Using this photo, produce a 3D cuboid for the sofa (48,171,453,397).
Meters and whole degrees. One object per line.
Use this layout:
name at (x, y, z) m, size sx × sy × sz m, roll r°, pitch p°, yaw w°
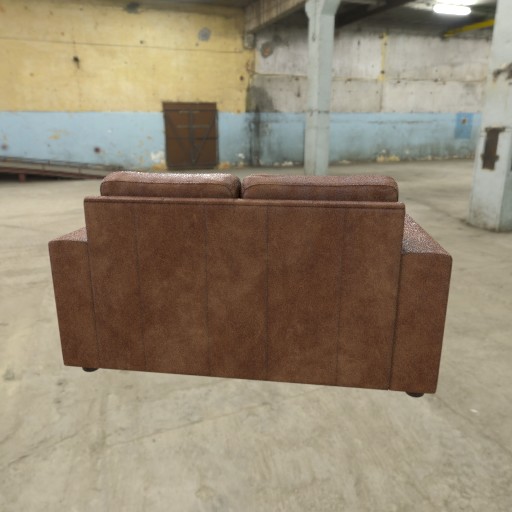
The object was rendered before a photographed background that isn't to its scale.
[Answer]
sofa at (0.000, 0.000, 2.268) m, size 1.626 × 0.889 × 1.041 m, roll 2°, pitch 16°, yaw 8°
